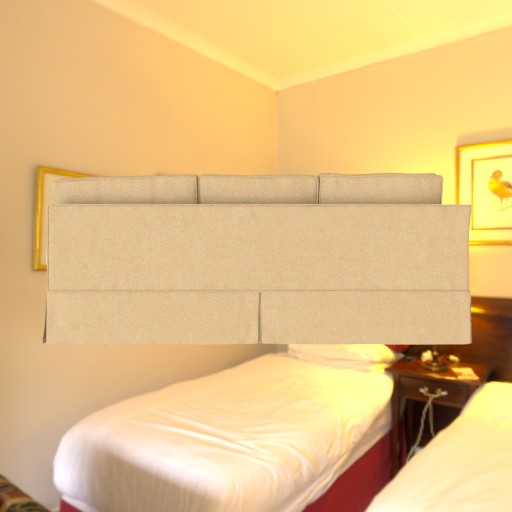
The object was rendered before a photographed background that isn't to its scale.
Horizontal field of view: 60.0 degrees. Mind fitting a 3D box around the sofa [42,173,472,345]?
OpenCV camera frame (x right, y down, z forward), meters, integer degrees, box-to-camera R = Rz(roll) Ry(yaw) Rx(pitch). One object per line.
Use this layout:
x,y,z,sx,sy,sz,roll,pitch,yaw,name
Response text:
0.000,0.000,4.122,2.733,1.124,2.730,0,0,0,sofa
